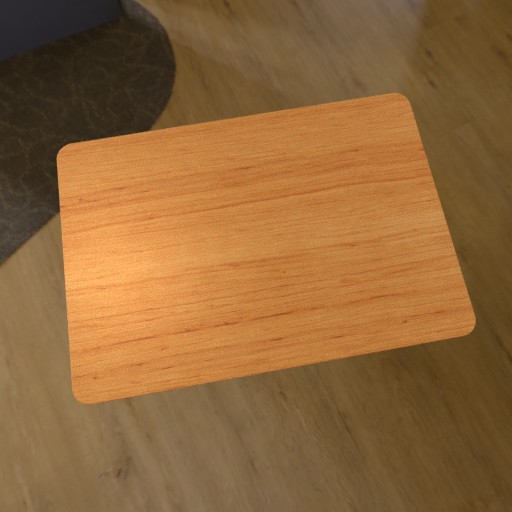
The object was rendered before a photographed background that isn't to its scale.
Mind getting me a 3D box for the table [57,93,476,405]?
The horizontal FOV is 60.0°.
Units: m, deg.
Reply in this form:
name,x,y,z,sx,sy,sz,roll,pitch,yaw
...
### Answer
name,x,y,z,sx,sy,sz,roll,pitch,yaw
table,0.000,0.000,1.370,0.997,0.445,0.696,-10,75,-3
